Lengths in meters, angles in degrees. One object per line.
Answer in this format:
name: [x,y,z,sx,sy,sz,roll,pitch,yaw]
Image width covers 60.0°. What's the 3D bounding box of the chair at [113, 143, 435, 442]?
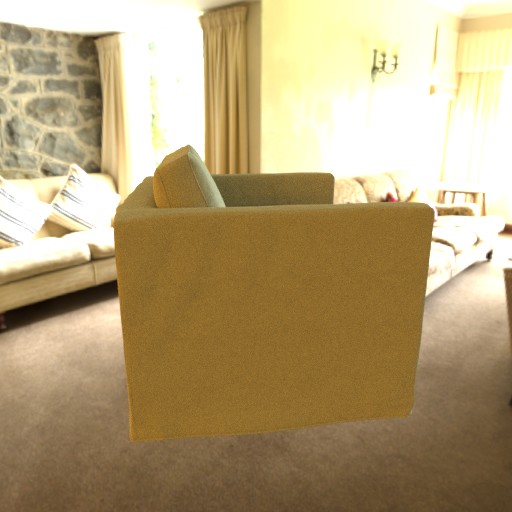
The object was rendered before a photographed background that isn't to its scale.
chair: [0.000,0.000,1.782,0.949,0.863,1.057,-2,16,-8]
